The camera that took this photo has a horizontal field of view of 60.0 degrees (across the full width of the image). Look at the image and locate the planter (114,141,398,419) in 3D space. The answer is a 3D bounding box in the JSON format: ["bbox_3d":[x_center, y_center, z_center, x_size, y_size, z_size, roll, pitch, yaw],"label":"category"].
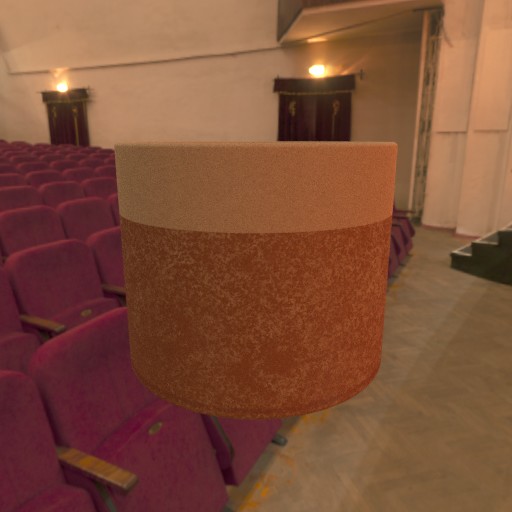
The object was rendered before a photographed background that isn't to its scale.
[{"bbox_3d":[0.000,0.000,0.276,0.159,0.138,0.159,0,15,0],"label":"planter"}]
